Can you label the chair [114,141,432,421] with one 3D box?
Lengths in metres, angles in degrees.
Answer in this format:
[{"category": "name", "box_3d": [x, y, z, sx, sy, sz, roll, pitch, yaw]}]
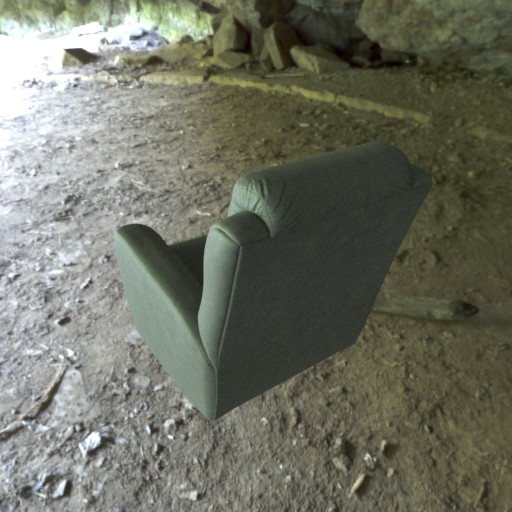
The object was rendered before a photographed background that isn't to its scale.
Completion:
[{"category": "chair", "box_3d": [0.000, 0.000, 1.968, 0.967, 1.116, 1.068, -19, 36, -30]}]
